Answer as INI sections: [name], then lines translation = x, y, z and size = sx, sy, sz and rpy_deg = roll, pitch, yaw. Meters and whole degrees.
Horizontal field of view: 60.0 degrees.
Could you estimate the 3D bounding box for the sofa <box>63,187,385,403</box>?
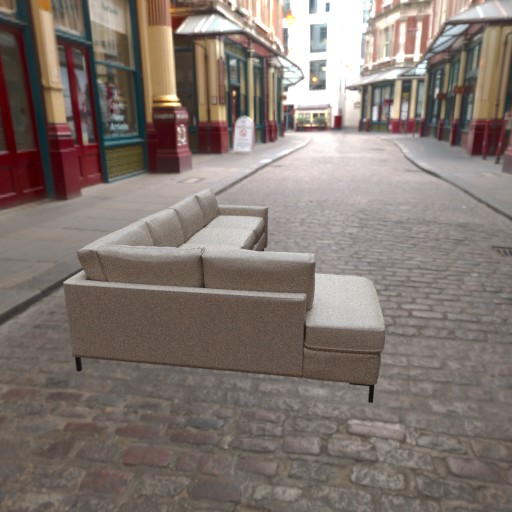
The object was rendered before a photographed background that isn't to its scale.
[sofa]
translation = 0.000, 0.000, 3.273
size = 1.617, 0.703, 2.423
rpy_deg = 3, 17, 9
